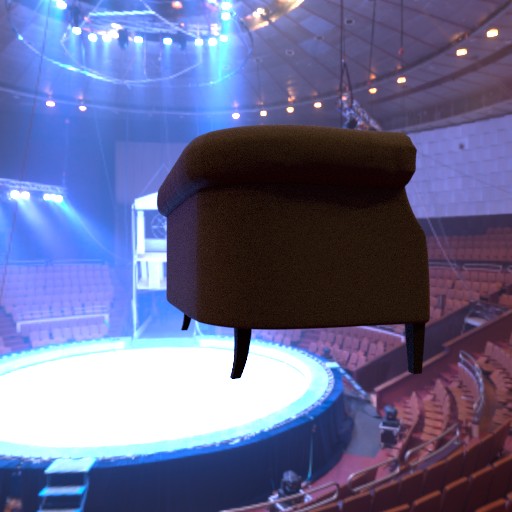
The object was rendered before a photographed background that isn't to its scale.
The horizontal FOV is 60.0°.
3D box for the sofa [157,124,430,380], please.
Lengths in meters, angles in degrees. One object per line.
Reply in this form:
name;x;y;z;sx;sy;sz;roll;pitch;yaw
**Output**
sofa;0.000;0.000;2.071;0.835;0.827;1.558;0;-1;-18
